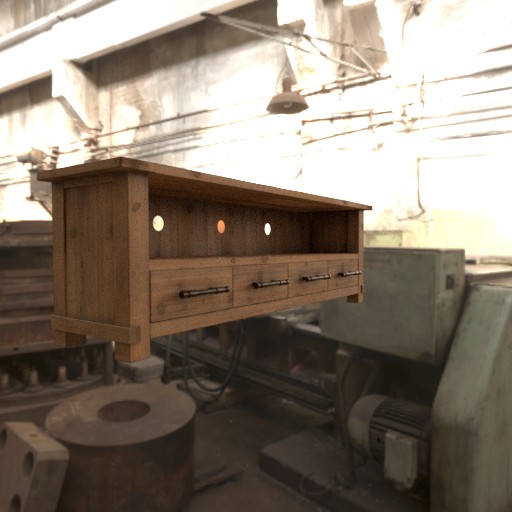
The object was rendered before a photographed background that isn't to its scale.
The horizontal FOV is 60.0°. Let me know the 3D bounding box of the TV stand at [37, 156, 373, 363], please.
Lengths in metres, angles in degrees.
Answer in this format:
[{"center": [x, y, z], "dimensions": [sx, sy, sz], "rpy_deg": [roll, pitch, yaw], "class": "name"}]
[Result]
[{"center": [0.000, 0.000, 2.039], "dimensions": [0.453, 0.573, 1.804], "rpy_deg": [1, 2, 36], "class": "TV stand"}]
